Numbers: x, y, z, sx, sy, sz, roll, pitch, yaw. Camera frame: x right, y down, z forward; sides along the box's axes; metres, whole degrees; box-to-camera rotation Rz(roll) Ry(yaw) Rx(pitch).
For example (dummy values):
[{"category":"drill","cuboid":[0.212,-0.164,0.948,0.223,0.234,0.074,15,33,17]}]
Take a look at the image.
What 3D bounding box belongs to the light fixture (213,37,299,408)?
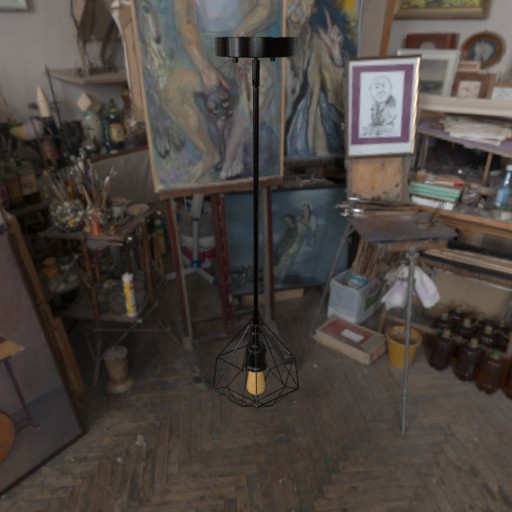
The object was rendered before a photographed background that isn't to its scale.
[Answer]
[{"category":"light fixture","cuboid":[0.000,0.000,1.993,0.431,1.764,0.487,0,27,0]}]
